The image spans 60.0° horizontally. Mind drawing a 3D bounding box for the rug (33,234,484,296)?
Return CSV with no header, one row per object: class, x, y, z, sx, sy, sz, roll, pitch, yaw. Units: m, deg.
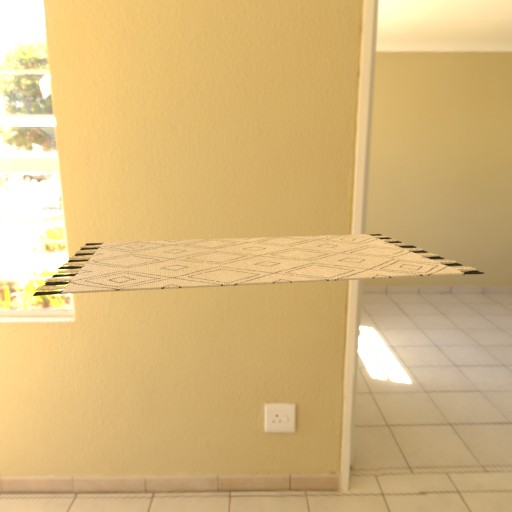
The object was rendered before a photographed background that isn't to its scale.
rug,0.000,0.000,3.345,2.755,0.021,1.524,-2,13,-10
